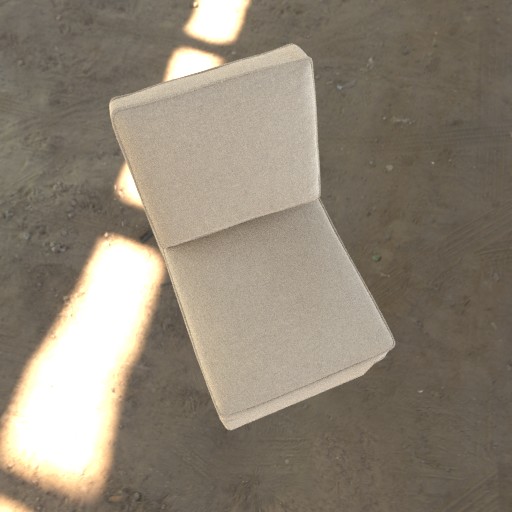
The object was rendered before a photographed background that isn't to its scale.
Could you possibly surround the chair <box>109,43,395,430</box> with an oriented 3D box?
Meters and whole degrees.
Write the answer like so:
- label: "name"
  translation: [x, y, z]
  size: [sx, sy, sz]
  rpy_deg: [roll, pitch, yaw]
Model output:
- label: "chair"
  translation: [0.000, 0.000, 1.530]
  size: [0.621, 0.970, 0.938]
  rpy_deg: [-19, 65, -9]
